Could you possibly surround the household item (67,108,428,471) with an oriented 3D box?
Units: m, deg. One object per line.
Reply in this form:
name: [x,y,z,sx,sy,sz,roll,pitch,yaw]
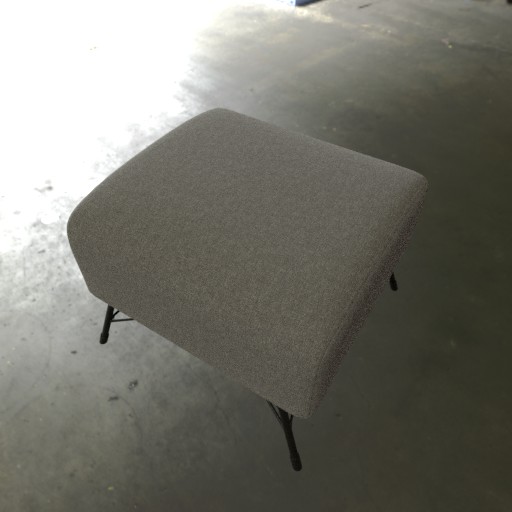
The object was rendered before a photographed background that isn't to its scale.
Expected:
household item: [0.000,0.000,0.930,0.530,0.410,0.530,25,52,22]
